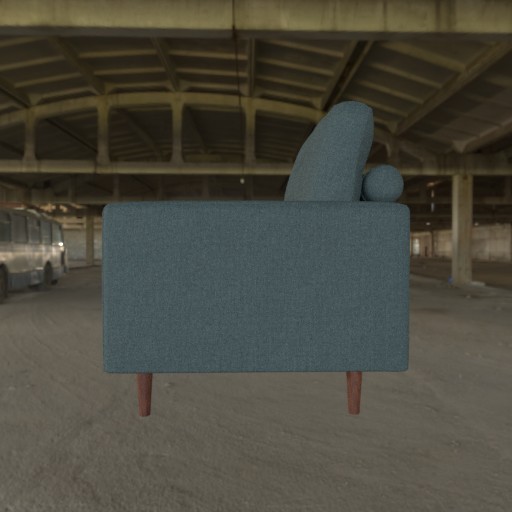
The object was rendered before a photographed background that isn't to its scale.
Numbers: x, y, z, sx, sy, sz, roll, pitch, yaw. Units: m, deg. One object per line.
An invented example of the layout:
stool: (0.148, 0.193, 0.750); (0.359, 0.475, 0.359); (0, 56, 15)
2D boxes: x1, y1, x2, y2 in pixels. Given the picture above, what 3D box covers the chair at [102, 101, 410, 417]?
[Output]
chair: (0.000, 0.000, 1.517); (0.843, 0.880, 0.821); (0, 1, -1)
